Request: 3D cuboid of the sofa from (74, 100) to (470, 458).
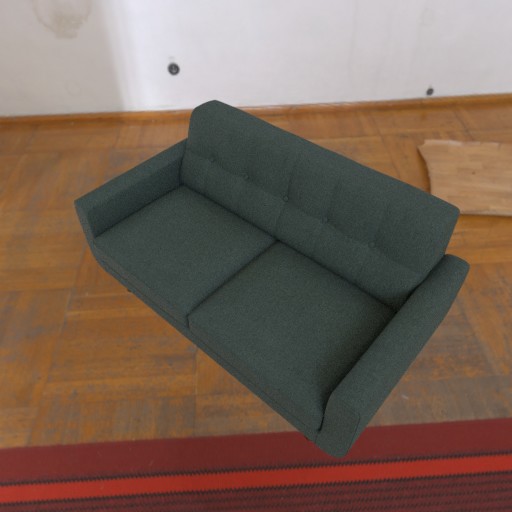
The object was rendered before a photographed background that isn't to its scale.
[{"bbox_3d":[0.000,0.000,2.102,1.631,0.841,0.909,32,54,27],"label":"sofa"}]
